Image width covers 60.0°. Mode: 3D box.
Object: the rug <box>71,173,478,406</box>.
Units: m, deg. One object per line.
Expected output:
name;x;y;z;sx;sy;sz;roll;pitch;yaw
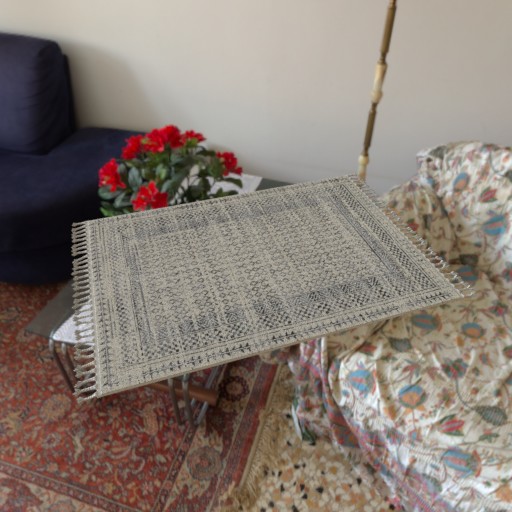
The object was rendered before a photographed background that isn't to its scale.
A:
rug;0.000;0.000;2.351;1.872;0.013;1.243;-12;42;-14
